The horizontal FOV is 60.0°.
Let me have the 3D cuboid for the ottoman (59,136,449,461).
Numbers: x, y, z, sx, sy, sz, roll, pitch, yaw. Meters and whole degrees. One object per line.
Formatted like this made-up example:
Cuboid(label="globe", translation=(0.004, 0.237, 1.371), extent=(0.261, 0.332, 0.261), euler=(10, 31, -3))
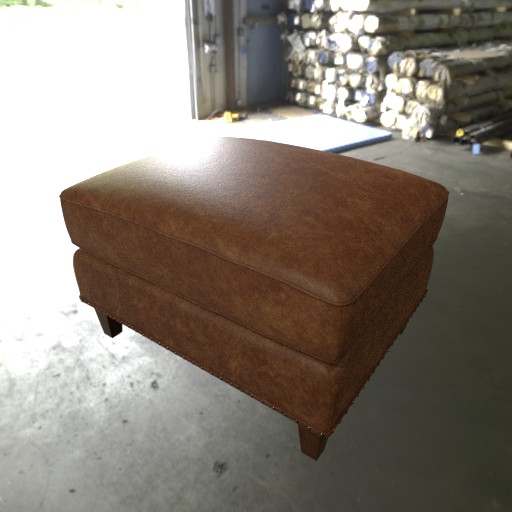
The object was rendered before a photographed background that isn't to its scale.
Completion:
Cuboid(label="ottoman", translation=(0.000, 0.000, 1.119), extent=(0.742, 0.486, 0.586), euler=(20, 36, 30))
